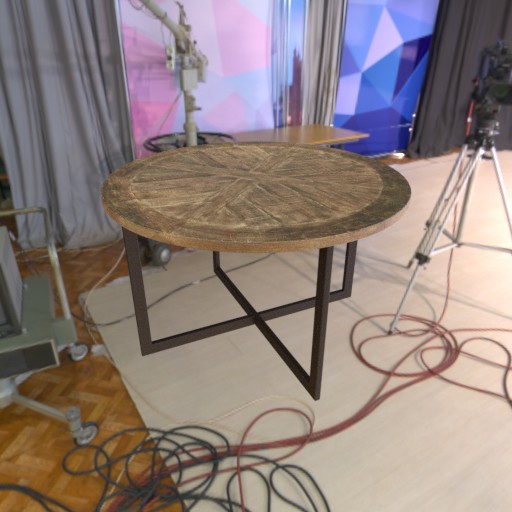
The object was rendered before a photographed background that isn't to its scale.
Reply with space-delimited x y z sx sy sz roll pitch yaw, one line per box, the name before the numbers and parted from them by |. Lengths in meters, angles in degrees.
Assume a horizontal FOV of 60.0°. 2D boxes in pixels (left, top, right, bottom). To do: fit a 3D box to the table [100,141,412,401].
table | 0.000 0.000 2.063 1.264 0.762 1.264 0 28 0
